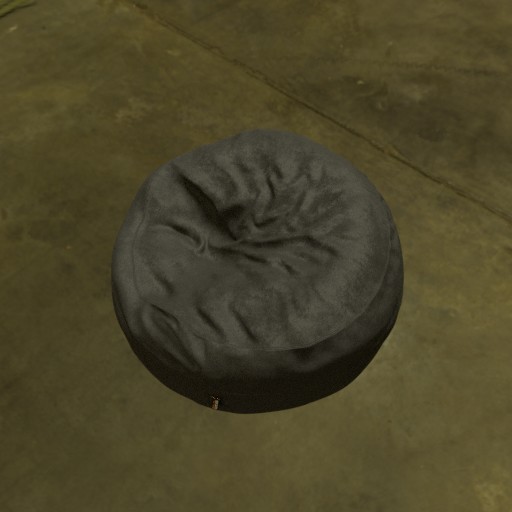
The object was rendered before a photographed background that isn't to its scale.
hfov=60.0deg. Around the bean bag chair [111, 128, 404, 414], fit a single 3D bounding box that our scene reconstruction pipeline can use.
[{"bbox_3d":[0.000,0.000,2.337,1.525,0.751,1.525,0,57,0],"label":"bean bag chair"}]
